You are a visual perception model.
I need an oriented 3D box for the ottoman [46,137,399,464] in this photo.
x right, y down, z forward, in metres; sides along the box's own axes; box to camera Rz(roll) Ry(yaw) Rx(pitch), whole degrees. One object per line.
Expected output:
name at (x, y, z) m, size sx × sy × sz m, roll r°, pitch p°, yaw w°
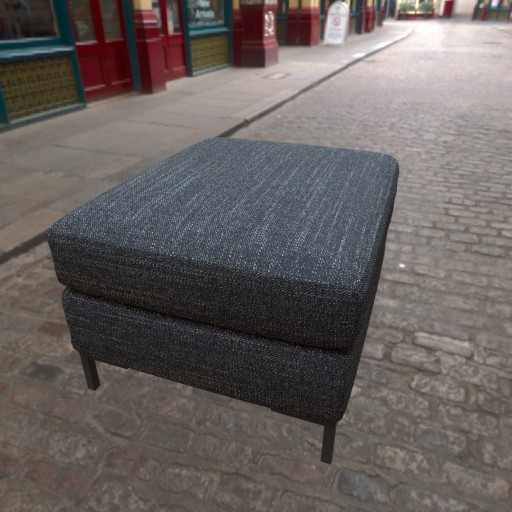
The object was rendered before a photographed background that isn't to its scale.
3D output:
ottoman at (0.000, 0.000, 1.220) m, size 0.667 × 0.491 × 0.814 m, roll 10°, pitch 30°, yaw 18°
